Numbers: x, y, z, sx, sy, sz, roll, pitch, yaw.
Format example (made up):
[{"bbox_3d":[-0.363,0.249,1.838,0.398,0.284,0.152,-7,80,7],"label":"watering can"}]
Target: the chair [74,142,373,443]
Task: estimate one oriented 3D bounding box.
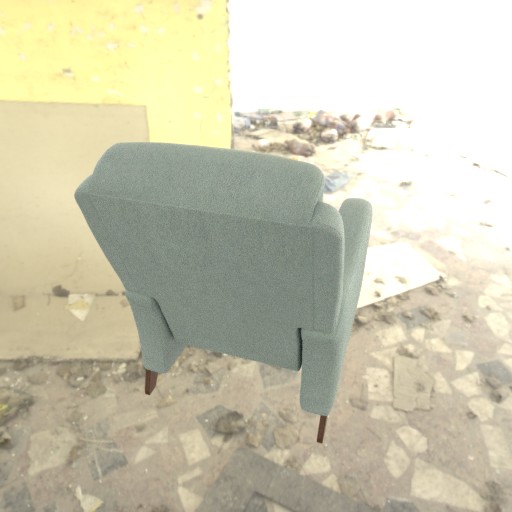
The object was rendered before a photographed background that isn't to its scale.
[{"bbox_3d":[0.000,0.000,1.691,0.785,1.067,0.988,10,33,15],"label":"chair"}]
